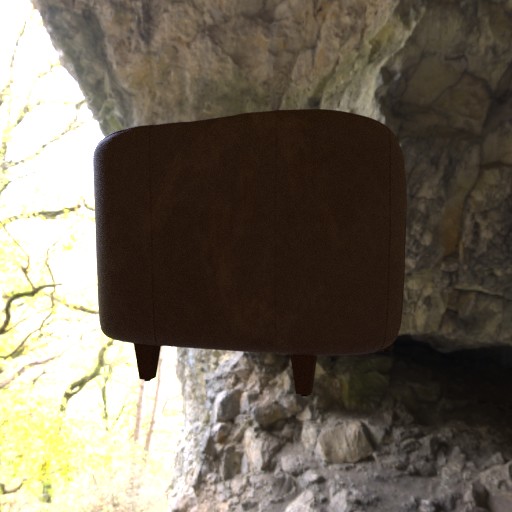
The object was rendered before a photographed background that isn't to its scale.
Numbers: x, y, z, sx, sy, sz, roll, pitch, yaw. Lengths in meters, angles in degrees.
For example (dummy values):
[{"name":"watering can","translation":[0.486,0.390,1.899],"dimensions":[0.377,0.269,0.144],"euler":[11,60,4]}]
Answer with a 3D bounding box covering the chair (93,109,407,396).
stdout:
[{"name":"chair","translation":[0.000,0.000,1.738],"dimensions":[1.119,0.836,0.911],"euler":[0,0,18]}]
